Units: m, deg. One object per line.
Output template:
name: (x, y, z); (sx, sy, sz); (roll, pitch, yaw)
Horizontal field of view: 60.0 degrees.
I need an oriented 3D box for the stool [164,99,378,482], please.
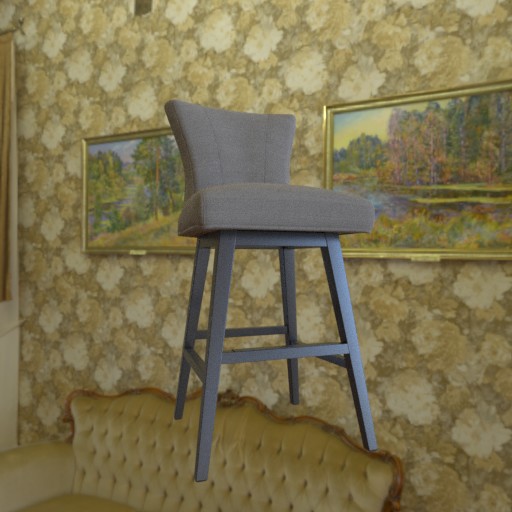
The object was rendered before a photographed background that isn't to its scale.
stool: (0.000, 0.000, 1.406); (0.514, 1.086, 0.574); (0, -1, -21)
